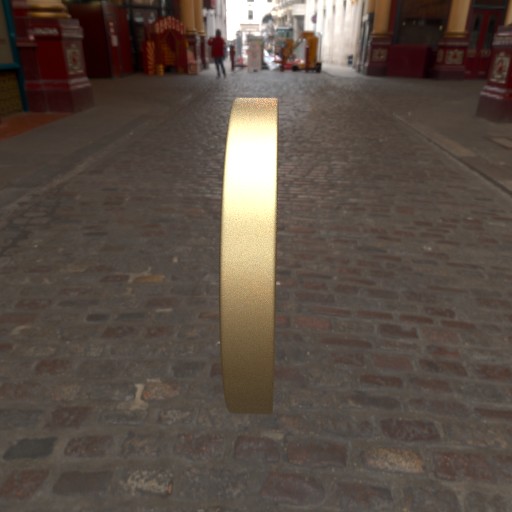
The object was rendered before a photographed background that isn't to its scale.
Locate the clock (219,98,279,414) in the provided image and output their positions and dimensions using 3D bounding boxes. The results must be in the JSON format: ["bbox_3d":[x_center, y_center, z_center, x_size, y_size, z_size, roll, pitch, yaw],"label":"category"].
[{"bbox_3d":[0.000,0.000,0.467,0.040,0.314,0.314,1,26,2],"label":"clock"}]
